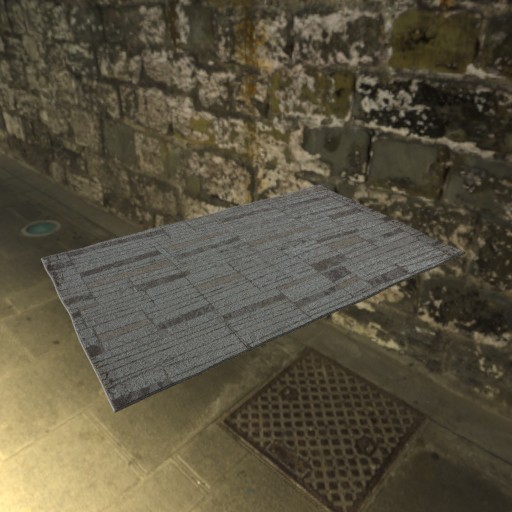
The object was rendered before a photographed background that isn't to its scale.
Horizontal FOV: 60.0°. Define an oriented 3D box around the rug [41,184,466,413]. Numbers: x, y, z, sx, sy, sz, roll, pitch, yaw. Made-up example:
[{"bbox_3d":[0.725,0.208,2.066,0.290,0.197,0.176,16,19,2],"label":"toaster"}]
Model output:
[{"bbox_3d":[0.000,0.000,2.996,2.444,0.023,1.531,-18,35,-28],"label":"rug"}]
